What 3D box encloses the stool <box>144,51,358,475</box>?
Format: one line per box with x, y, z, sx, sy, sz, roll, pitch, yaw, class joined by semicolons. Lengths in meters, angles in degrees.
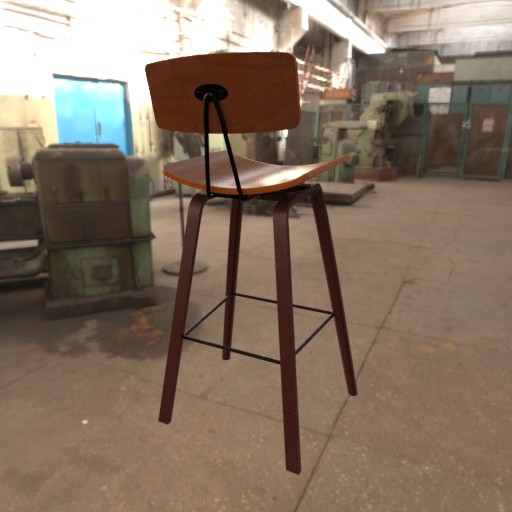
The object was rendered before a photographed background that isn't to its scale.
0.000;0.000;1.222;0.509;0.969;0.440;8;18;27;stool
